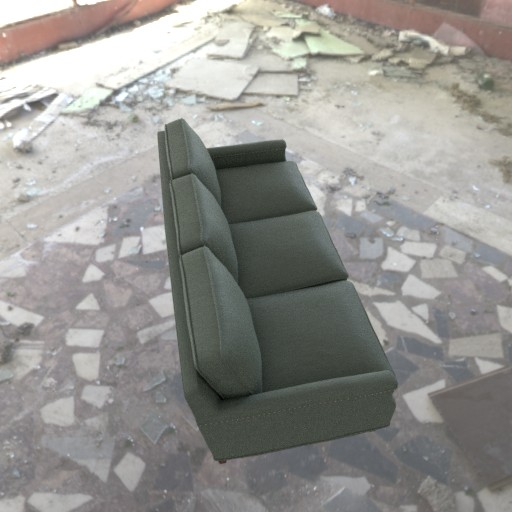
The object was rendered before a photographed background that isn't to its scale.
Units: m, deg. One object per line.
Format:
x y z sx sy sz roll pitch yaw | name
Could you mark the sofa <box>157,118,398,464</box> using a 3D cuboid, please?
0.000 0.000 2.900 1.084 1.003 2.246 -9 47 -8 | sofa
